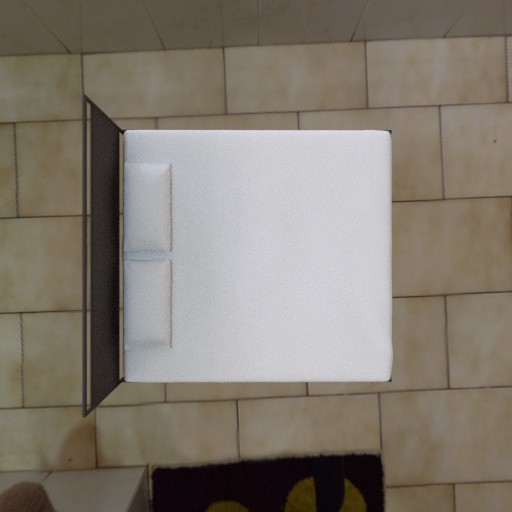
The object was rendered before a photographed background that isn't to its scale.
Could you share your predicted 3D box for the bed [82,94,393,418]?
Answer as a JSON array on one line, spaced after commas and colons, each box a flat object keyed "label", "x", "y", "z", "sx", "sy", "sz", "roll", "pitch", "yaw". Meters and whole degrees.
[{"label": "bed", "x": 0.000, "y": 0.000, "z": 3.319, "sx": 2.151, "sy": 1.173, "sz": 1.993, "roll": 0, "pitch": 90, "yaw": 0}]
